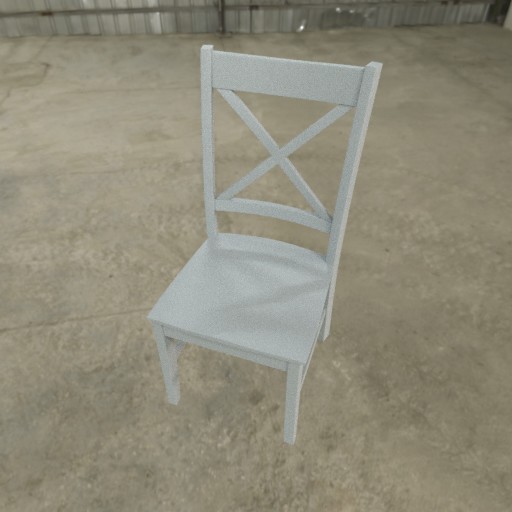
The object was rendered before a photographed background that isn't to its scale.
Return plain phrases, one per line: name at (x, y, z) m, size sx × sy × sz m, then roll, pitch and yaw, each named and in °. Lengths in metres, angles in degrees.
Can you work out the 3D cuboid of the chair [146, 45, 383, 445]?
chair at (0.000, 0.000, 1.289) m, size 0.485 × 0.983 × 0.542 m, roll 13°, pitch 42°, yaw 15°
